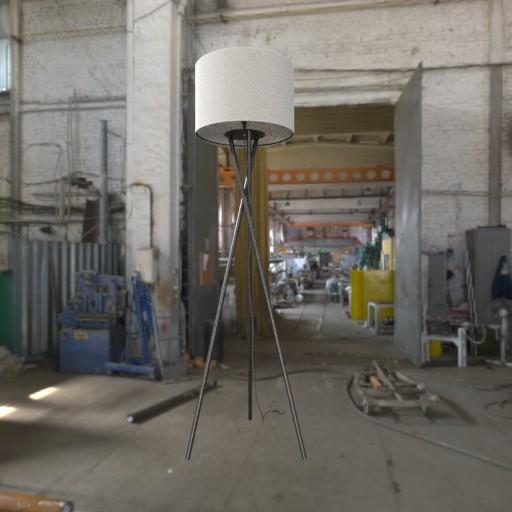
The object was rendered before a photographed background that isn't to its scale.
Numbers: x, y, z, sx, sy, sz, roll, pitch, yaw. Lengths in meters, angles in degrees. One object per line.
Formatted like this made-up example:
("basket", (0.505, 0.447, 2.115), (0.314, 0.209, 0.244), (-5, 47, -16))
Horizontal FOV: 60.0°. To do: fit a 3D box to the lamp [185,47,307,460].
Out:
("lamp", (0.000, 0.000, 1.937), (0.667, 1.624, 0.522), (0, 0, -35))
